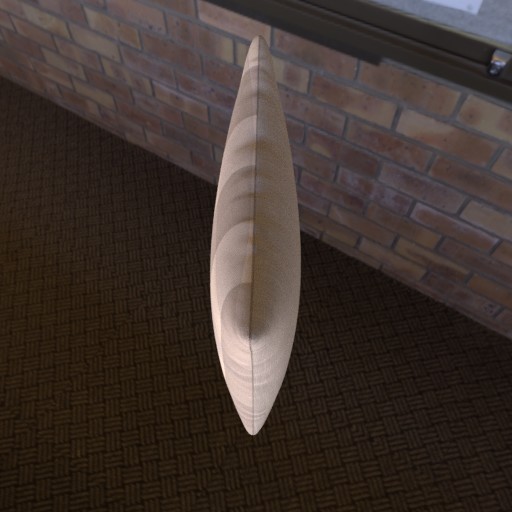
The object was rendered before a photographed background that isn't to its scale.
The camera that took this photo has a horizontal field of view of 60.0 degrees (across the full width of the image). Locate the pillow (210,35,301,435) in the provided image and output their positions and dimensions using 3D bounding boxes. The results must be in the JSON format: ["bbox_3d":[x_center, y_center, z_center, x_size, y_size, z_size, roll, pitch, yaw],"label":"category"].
[{"bbox_3d":[0.000,0.000,0.781,0.161,0.509,0.511,1,58,1],"label":"pillow"}]
